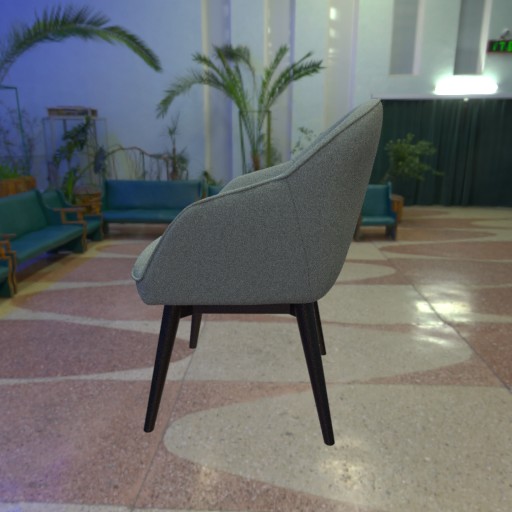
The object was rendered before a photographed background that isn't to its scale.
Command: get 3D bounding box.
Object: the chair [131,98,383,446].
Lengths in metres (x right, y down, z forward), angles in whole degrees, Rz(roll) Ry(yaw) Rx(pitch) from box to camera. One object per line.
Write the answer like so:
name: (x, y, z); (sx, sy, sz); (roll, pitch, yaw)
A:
chair: (0.000, 0.000, 1.223); (0.611, 0.810, 0.589); (2, 15, 6)
